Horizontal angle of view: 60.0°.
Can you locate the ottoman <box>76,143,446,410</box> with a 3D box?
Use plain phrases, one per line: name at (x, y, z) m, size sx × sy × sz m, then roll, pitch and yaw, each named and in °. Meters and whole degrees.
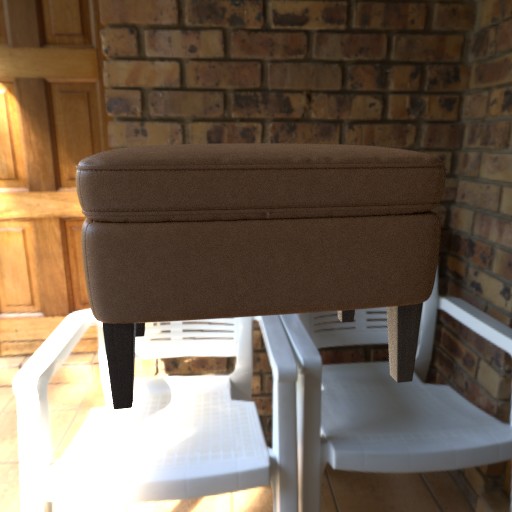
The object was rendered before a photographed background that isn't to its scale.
ottoman at (0.000, 0.000, 0.976) m, size 0.670 × 0.480 × 0.420 m, roll -2°, pitch 15°, yaw -9°
